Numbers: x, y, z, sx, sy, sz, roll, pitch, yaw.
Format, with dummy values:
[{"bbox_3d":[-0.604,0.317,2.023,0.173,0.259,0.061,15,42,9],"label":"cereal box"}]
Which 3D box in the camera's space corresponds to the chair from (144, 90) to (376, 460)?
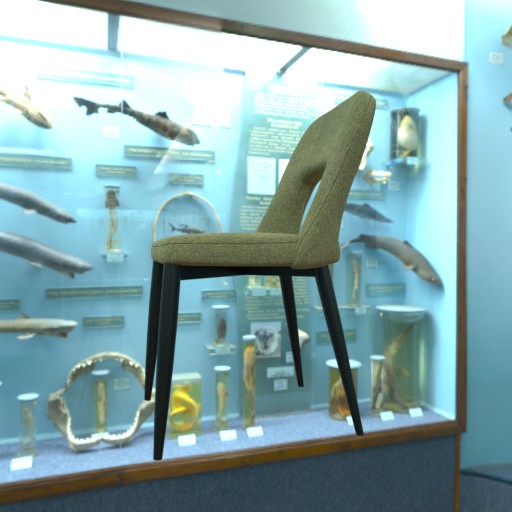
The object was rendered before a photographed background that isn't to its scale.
[{"bbox_3d":[0.000,0.000,1.283,0.612,0.931,0.470,0,1,-17],"label":"chair"}]
